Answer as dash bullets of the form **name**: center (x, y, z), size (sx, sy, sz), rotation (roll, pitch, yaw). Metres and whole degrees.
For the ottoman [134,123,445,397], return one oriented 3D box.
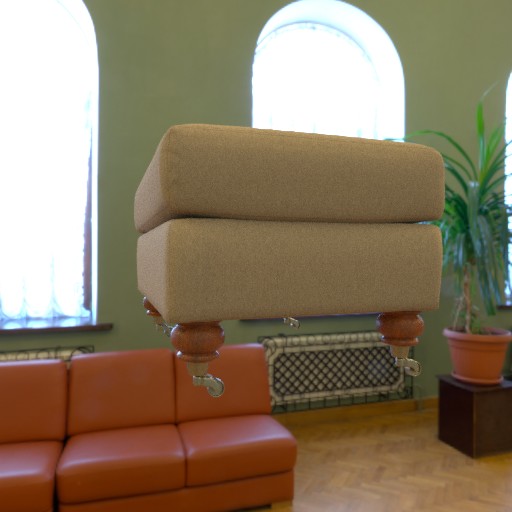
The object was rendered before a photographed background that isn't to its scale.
- **ottoman**: center (0.000, 0.000, 1.139), size (0.574, 0.497, 0.773), rotation (0, 0, -19)
